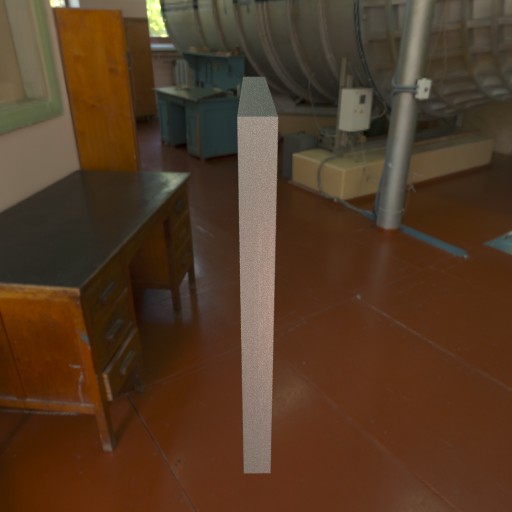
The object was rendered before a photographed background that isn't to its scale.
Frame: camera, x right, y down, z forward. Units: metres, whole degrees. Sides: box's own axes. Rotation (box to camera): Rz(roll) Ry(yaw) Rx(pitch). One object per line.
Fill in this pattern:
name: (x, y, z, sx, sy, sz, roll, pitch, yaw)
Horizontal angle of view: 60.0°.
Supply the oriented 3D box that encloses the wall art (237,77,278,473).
wall art: (0.000, 0.000, 0.538, 0.030, 0.379, 0.308, 0, 27, -1)
